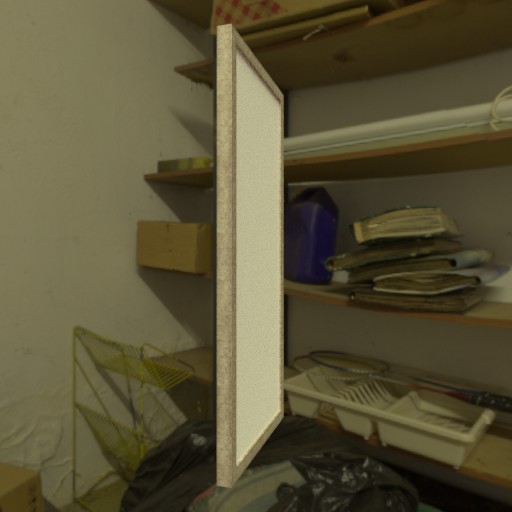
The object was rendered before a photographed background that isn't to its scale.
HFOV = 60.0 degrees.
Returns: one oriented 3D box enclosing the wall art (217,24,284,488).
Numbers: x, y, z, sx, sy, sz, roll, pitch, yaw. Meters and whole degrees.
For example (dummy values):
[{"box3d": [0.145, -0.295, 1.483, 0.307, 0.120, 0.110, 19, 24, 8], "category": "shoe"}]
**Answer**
[{"box3d": [0.000, 0.000, 1.708, 0.051, 1.461, 0.648, 0, 0, 18], "category": "wall art"}]
